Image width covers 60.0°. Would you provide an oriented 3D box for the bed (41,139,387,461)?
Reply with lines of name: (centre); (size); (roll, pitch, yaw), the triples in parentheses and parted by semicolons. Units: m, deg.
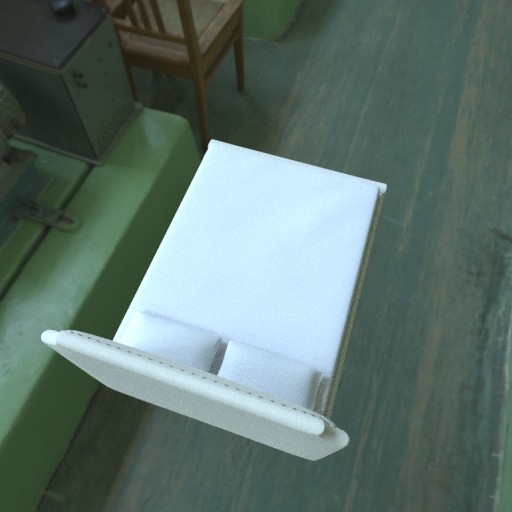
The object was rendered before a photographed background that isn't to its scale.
bed: (0.000, 0.000, 3.310); (1.712, 1.443, 2.372); (16, 63, 9)
